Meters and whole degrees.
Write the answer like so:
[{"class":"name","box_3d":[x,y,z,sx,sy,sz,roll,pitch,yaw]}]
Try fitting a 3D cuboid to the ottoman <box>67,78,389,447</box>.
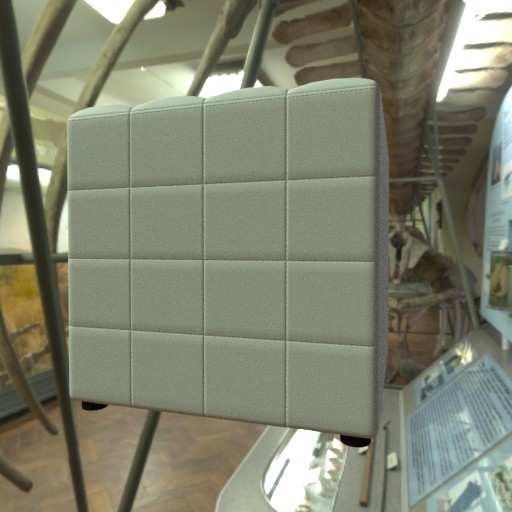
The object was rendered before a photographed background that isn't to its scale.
[{"class":"ottoman","box_3d":[0.000,0.000,0.759,0.425,0.432,0.425,0,1,18]}]
